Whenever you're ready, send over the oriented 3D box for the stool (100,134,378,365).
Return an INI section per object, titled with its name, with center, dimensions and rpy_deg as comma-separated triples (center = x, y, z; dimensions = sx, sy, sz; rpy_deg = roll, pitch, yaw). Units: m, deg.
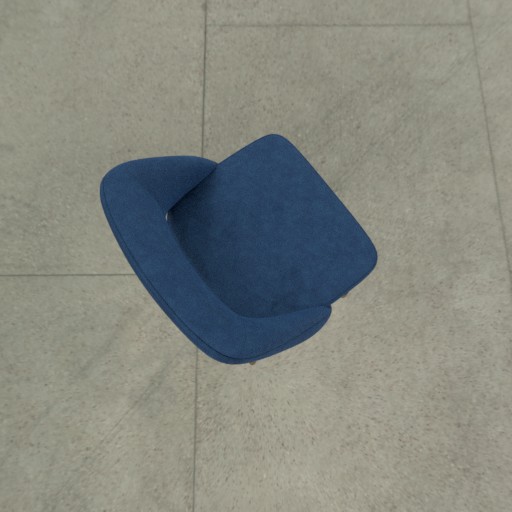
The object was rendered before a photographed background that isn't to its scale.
[stool]
center = 0.000, 0.000, 1.254
dimensions = 0.524, 0.925, 0.536
rpy_deg = -35, 78, -8
